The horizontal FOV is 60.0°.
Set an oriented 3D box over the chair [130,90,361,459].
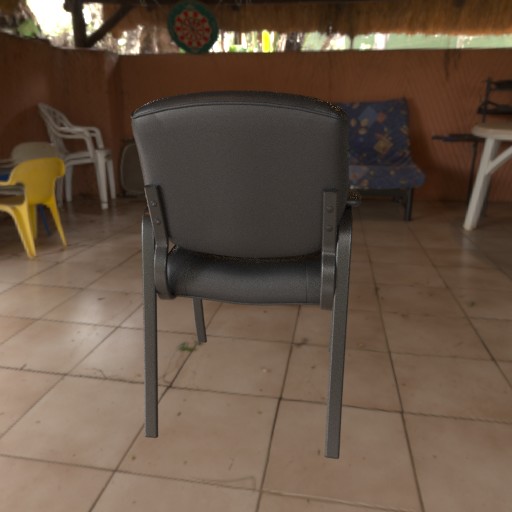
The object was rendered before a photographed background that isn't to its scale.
[{"bbox_3d":[0.000,0.000,1.338,0.591,0.910,0.668,3,18,9],"label":"chair"}]
